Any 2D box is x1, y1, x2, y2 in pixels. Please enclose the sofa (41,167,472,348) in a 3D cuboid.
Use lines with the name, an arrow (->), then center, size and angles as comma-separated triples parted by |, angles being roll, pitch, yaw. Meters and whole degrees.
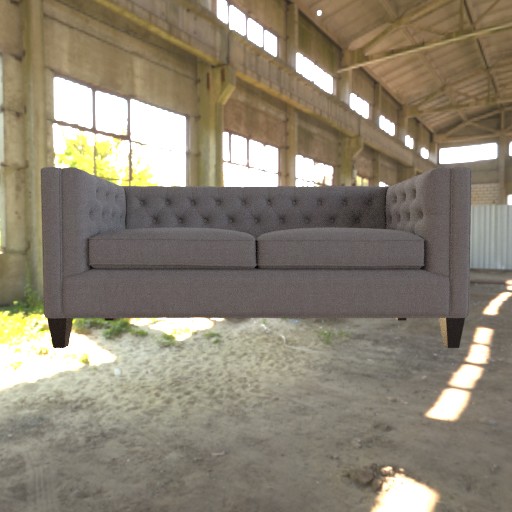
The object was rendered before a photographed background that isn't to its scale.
sofa -> 0.000, 0.000, 2.212 | 1.778, 0.762, 0.775 | 0, 2, 0
